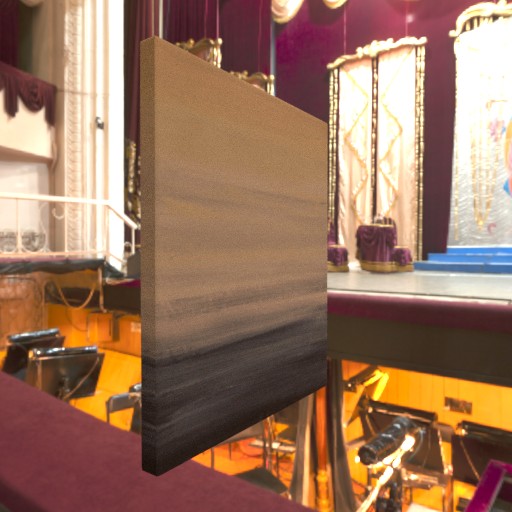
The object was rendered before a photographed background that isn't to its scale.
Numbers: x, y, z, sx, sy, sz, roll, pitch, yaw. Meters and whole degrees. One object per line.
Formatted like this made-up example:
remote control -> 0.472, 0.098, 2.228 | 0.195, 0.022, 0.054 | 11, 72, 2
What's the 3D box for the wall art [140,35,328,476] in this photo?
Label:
wall art -> 0.000, 0.000, 0.966 | 0.041, 0.710, 0.608 | 1, 1, 36
